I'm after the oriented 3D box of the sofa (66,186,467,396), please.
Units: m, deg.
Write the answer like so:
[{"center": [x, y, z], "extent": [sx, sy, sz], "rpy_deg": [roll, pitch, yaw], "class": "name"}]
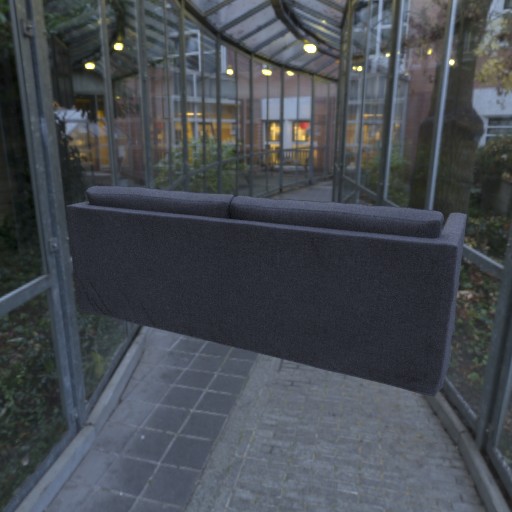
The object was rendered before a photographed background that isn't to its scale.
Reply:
[{"center": [0.000, 0.000, 3.289], "extent": [2.779, 0.998, 1.036], "rpy_deg": [8, 17, 26], "class": "sofa"}]
